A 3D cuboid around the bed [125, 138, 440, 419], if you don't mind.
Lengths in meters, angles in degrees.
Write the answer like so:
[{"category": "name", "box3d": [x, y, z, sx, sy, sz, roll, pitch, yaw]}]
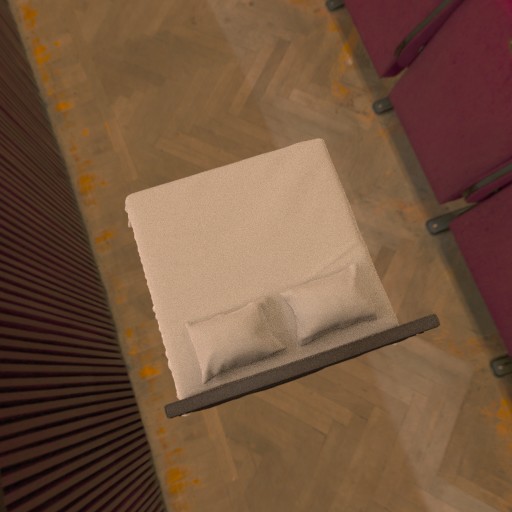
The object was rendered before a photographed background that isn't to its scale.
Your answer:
[{"category": "bed", "box3d": [0.000, 0.000, 3.850, 2.314, 1.651, 2.219, -18, 76, -5]}]
